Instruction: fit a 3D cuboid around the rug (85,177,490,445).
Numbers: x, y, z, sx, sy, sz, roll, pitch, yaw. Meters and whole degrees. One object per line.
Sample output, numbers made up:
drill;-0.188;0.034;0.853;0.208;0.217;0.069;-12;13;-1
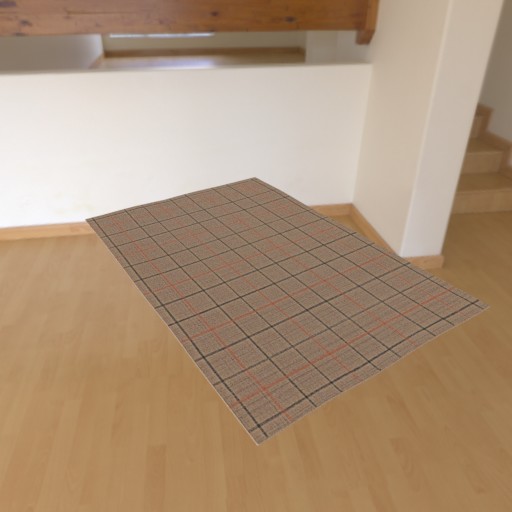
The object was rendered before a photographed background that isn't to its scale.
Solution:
rug;0.000;0.000;2.280;1.220;0.013;1.829;-19;36;-28
